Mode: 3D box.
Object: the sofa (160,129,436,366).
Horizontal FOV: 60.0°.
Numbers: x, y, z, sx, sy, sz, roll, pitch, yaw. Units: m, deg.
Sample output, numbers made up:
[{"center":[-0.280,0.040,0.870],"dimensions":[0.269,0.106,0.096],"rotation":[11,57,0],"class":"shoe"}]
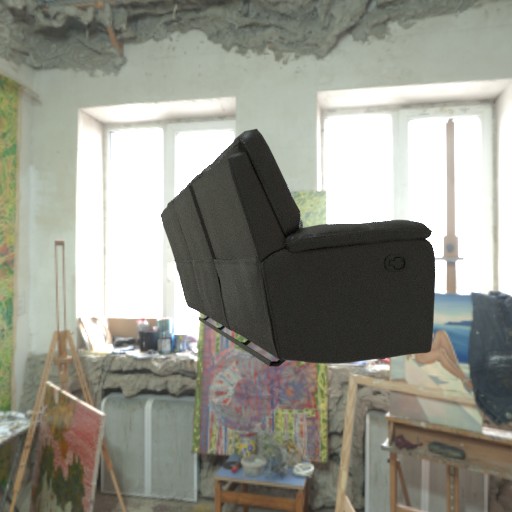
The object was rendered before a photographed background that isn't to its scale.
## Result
[{"center":[0.000,0.000,3.200],"dimensions":[1.104,1.134,2.627],"rotation":[0,-1,-18],"class":"sofa"}]
